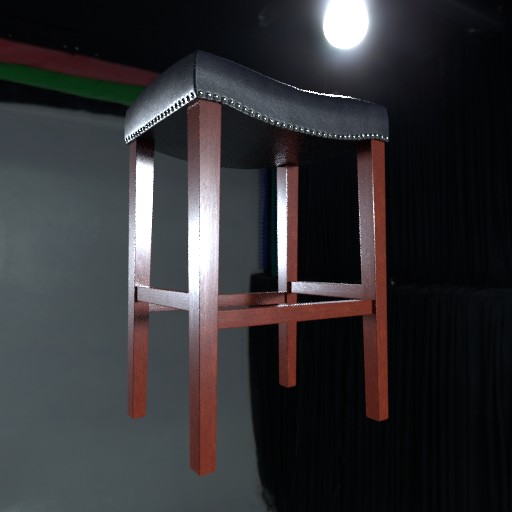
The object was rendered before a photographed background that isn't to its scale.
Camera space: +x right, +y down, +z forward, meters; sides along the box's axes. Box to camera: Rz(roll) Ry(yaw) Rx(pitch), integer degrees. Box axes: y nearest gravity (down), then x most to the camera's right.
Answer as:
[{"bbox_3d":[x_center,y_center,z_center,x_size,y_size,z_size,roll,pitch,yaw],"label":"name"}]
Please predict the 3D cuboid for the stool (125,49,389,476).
[{"bbox_3d":[0.000,0.000,1.024,0.504,0.742,0.372,1,-1,-35],"label":"stool"}]
